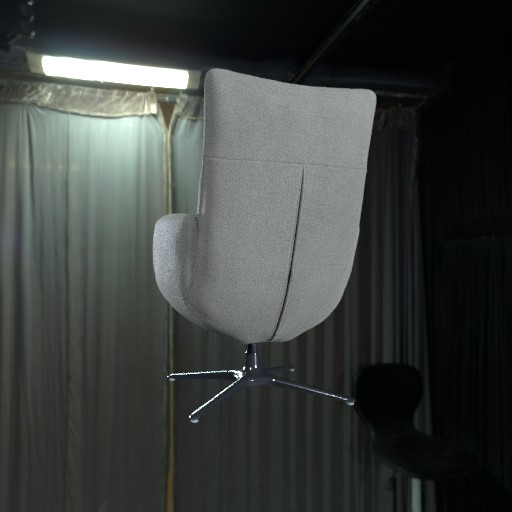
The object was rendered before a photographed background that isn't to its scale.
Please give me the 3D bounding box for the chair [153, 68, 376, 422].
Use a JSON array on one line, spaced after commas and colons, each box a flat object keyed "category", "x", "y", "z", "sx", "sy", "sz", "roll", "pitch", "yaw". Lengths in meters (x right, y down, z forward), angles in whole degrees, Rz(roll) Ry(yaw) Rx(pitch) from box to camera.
[{"category": "chair", "x": 0.000, "y": 0.000, "z": 1.645, "sx": 0.711, "sy": 1.016, "sz": 0.889, "roll": 0, "pitch": -1, "yaw": -18}]
